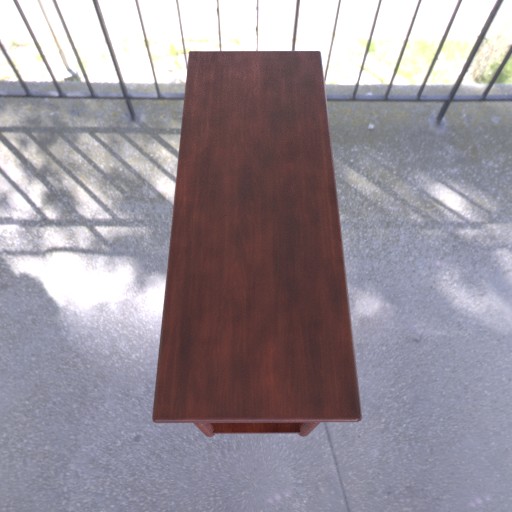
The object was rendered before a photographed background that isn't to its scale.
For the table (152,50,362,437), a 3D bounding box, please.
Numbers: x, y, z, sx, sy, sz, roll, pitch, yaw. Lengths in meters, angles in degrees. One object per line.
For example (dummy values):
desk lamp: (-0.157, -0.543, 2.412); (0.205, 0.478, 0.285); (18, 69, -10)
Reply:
table: (0.000, 0.000, 1.550); (0.459, 0.740, 1.184); (0, 63, 0)
